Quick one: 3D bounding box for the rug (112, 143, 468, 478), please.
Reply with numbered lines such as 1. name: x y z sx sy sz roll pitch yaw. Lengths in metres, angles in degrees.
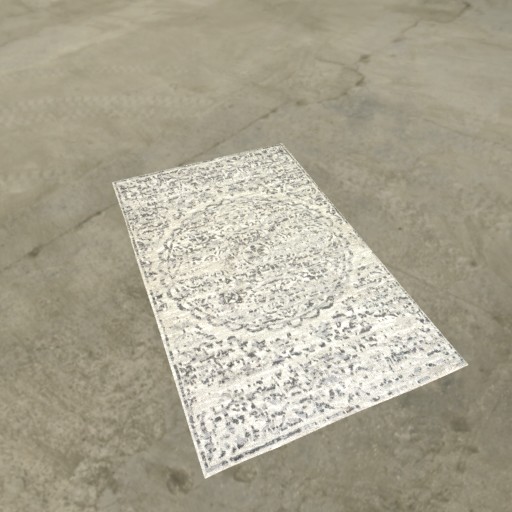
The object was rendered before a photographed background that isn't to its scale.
1. rug: 0.000 0.000 3.031 1.527 0.021 2.447 -17 48 -15
